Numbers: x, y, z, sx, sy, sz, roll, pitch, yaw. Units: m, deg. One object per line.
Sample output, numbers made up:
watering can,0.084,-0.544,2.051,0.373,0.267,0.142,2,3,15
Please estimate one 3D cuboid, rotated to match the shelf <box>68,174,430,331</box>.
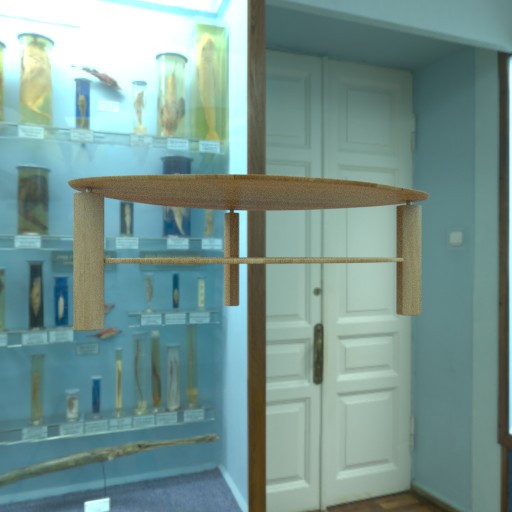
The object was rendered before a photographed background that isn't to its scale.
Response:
shelf,0.000,0.000,1.618,1.246,0.440,0.845,0,0,-17
